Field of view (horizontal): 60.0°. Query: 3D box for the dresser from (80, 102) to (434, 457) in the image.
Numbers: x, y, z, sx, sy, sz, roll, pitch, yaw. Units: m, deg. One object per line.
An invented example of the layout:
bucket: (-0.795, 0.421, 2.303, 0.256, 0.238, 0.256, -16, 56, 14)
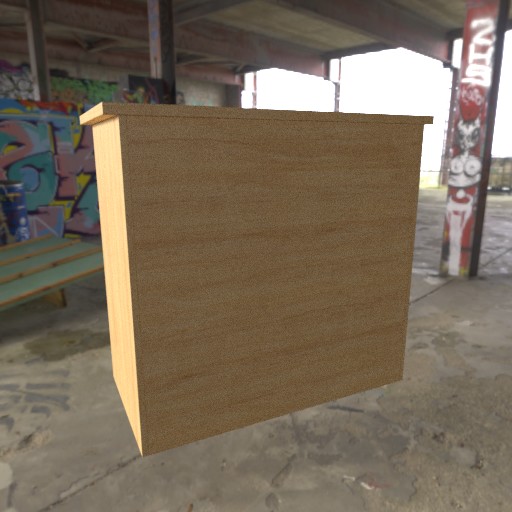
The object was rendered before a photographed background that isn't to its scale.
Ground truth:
dresser: (0.000, 0.000, 1.208, 0.800, 0.730, 0.410, -7, 15, -25)
